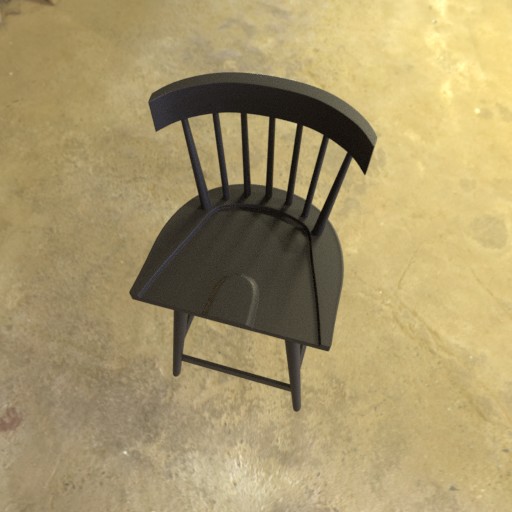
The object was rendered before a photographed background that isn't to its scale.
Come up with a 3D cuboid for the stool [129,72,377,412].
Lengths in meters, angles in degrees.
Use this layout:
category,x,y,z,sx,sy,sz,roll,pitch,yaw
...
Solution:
category,x,y,z,sx,sy,sz,roll,pitch,yaw
stool,0.000,0.000,1.255,0.494,0.953,0.549,14,60,8
